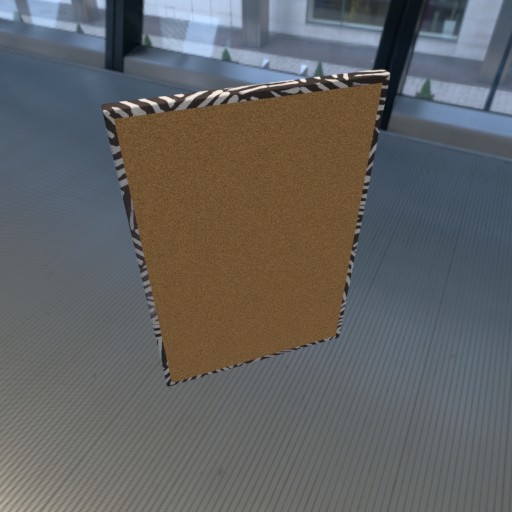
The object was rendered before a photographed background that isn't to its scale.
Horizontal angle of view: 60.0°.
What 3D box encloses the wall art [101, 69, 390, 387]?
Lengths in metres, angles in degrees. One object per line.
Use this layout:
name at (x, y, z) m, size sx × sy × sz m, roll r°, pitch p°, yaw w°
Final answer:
wall art at (0.000, 0.000, 1.210) m, size 0.615 × 0.918 × 0.035 m, roll -13°, pitch 43°, yaw -14°
